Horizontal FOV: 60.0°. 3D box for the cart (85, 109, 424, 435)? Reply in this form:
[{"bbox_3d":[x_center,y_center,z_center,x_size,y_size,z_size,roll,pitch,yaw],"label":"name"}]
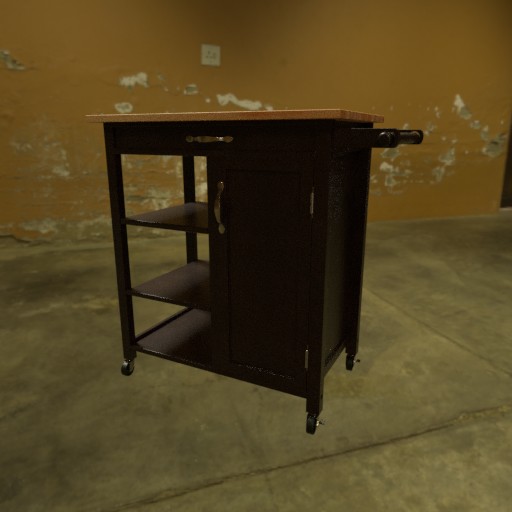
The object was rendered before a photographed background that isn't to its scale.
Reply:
[{"bbox_3d":[0.000,0.000,1.453,0.914,0.878,0.472,8,17,26],"label":"cart"}]
